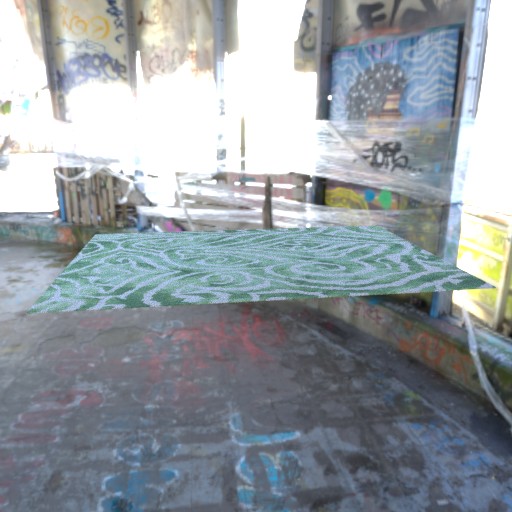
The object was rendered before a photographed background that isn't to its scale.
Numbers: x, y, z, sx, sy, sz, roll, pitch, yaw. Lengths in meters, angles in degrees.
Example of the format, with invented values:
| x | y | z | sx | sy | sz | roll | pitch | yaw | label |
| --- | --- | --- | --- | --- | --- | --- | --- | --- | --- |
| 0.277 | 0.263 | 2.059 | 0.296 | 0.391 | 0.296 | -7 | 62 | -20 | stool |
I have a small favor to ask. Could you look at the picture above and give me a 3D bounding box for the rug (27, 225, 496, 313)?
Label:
| x | y | z | sx | sy | sz | roll | pitch | yaw | label |
| --- | --- | --- | --- | --- | --- | --- | --- | --- | --- |
| 0.000 | 0.000 | 2.281 | 1.826 | 0.006 | 1.220 | -2 | 16 | -8 | rug |
